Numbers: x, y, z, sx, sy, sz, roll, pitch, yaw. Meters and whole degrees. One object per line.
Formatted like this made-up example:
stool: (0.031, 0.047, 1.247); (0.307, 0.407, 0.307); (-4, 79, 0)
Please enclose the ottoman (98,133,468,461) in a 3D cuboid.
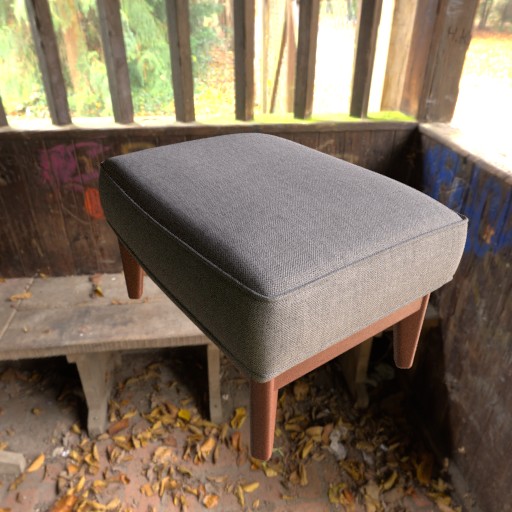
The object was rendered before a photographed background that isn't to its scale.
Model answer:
ottoman: (0.000, 0.000, 1.089); (0.555, 0.458, 0.750); (-20, 36, -30)
